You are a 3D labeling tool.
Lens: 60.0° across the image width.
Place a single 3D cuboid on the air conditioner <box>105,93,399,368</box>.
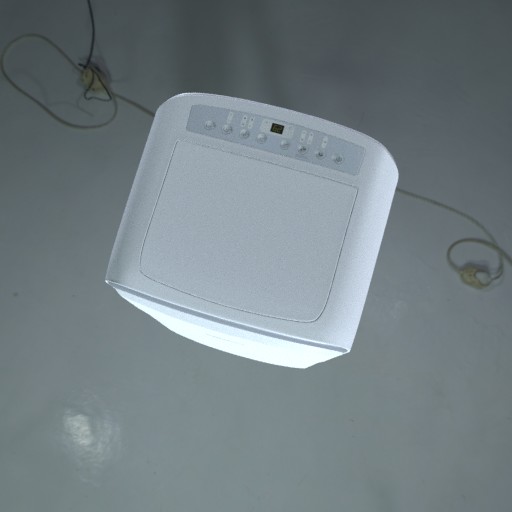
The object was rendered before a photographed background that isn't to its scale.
[{"bbox_3d":[0.000,0.000,1.071,0.478,0.765,0.467,15,77,4],"label":"air conditioner"}]
